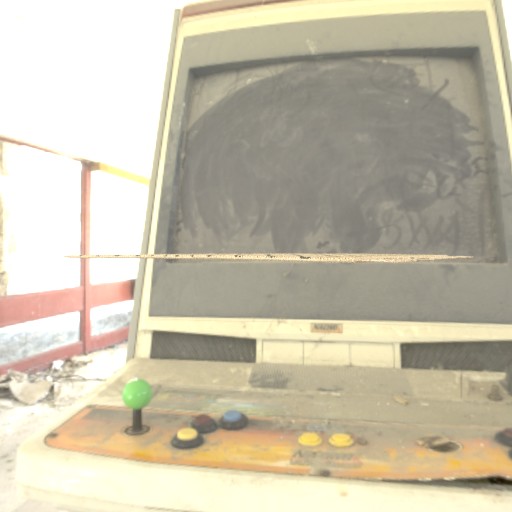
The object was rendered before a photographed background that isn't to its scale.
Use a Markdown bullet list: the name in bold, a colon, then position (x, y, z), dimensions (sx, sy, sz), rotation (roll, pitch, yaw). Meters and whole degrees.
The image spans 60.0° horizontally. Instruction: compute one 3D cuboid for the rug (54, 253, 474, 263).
- **rug**: position (0.000, 0.000, 3.172), dimensions (2.615, 0.029, 1.664), rotation (0, 1, 36)
